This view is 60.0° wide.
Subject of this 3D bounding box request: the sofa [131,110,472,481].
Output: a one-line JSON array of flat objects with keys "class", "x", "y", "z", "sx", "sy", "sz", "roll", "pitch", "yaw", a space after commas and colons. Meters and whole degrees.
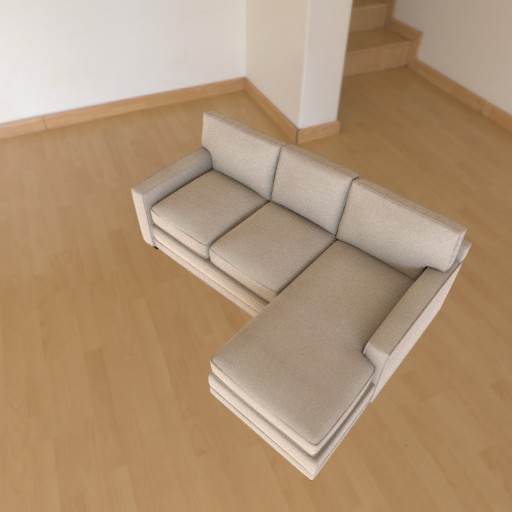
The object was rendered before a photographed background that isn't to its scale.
[{"class": "sofa", "x": 0.000, "y": 0.000, "z": 2.862, "sx": 2.087, "sy": 0.861, "sz": 1.496, "roll": 32, "pitch": 54, "yaw": 27}]
